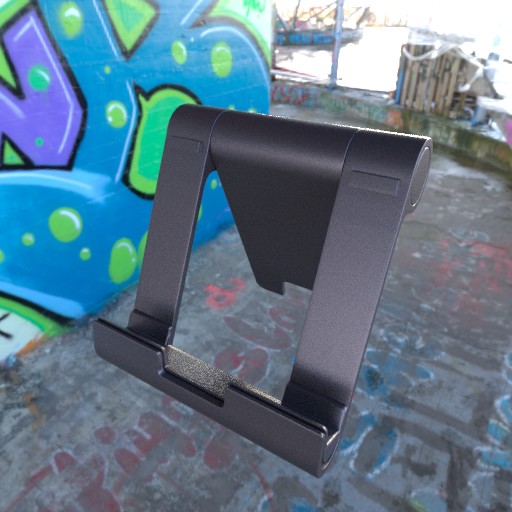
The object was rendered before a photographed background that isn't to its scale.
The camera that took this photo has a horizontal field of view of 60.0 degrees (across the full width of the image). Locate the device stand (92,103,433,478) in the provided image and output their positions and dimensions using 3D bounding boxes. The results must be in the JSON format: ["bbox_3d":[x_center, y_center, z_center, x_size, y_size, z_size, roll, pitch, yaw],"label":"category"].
[{"bbox_3d":[0.000,0.000,0.149,0.088,0.084,0.079,18,35,28],"label":"device stand"}]
